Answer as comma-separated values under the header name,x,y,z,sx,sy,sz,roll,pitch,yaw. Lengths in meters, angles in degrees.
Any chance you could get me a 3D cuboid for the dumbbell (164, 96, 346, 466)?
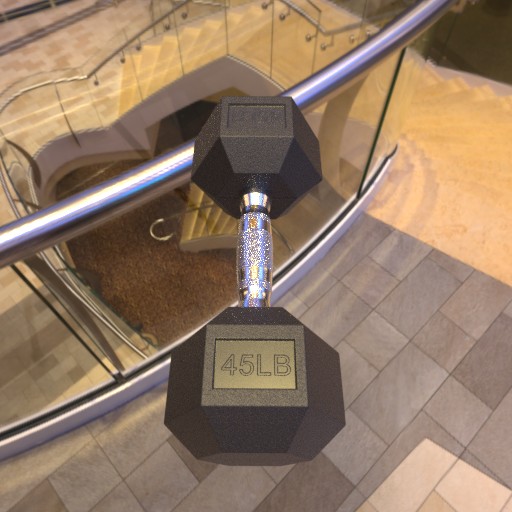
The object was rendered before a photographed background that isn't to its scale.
name,x,y,z,sx,sy,sz,roll,pitch,yaw
dumbbell,0.000,0.000,0.423,0.141,0.123,0.356,0,58,0
